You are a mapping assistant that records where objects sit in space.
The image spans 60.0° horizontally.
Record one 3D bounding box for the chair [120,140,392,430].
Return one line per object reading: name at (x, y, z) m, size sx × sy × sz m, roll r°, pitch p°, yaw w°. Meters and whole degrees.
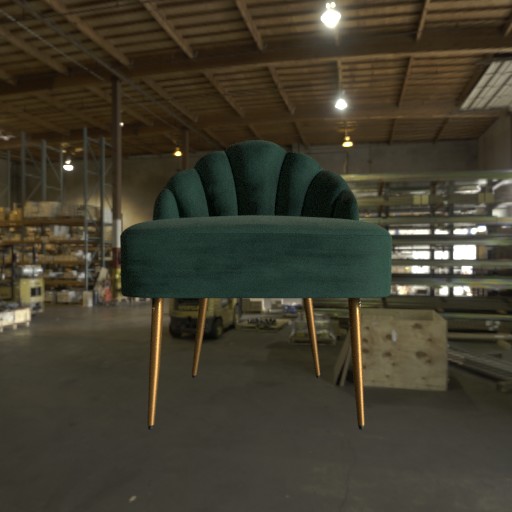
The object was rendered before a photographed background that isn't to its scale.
chair at (0.000, 0.000, 1.283) m, size 0.657 × 0.819 × 0.599 m, roll 0°, pitch 0°, yaw 0°
